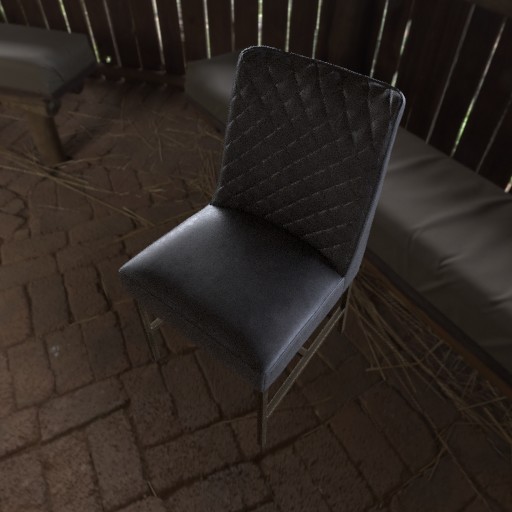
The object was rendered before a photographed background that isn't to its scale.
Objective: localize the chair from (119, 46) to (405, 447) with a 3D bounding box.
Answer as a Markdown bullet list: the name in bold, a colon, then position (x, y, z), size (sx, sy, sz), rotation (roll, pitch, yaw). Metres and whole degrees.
- **chair**: position (0.000, 0.000, 1.237), size (0.508, 0.889, 0.587), rotation (30, 54, 25)
